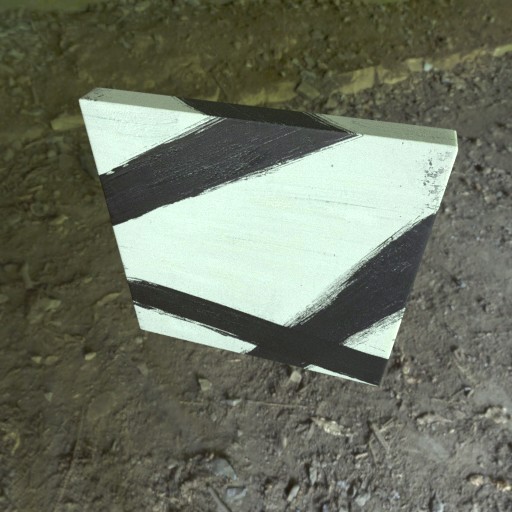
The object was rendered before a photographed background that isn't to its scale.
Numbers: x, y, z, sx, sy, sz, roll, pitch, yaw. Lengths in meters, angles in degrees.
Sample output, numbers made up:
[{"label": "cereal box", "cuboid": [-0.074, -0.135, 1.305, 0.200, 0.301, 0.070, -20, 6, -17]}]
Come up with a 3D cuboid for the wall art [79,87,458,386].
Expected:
[{"label": "wall art", "cuboid": [0.000, 0.000, 0.755, 0.507, 0.508, 0.050, 11, 43, 12]}]
